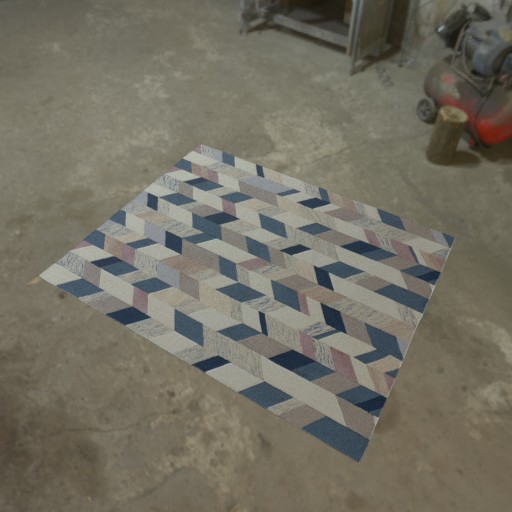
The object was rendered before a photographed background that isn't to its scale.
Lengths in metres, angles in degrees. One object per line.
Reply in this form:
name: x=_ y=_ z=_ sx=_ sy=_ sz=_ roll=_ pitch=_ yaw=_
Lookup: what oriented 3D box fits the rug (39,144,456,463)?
rug: x=0.000 y=0.000 z=4.128 sx=3.072 sy=0.011 sz=2.451 roll=24 pitch=52 yaw=21
